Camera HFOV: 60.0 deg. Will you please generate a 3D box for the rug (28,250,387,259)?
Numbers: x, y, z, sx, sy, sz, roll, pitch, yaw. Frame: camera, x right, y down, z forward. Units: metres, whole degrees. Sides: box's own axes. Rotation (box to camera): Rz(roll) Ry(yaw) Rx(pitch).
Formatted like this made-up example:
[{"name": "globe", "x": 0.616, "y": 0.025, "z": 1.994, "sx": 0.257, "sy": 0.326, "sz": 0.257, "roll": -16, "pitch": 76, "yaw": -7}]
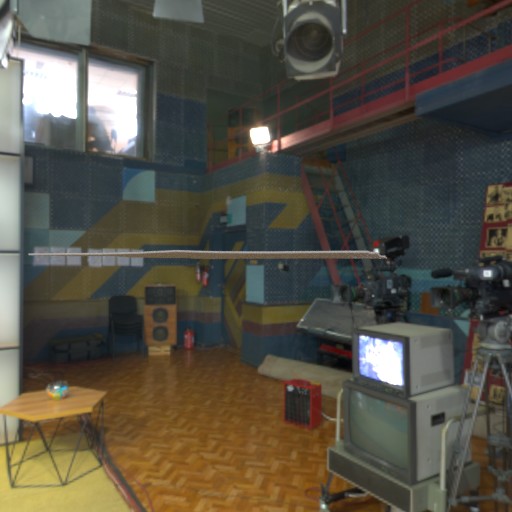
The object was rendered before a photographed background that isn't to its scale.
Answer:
[{"name": "rug", "x": 0.000, "y": 0.000, "z": 4.455, "sx": 2.428, "sy": 0.027, "sz": 3.333, "roll": 0, "pitch": -1, "yaw": 18}]
